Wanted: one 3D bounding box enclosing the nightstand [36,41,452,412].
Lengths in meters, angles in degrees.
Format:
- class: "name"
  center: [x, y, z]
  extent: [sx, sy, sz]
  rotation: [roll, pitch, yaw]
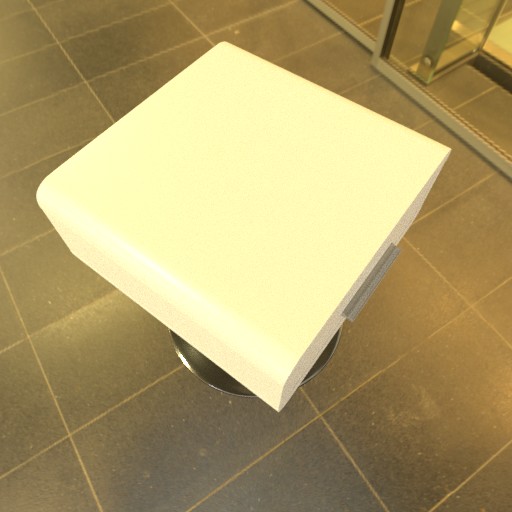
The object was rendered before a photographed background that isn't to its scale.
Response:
- class: "nightstand"
  center: [0.000, 0.000, 0.759]
  extent: [0.404, 0.447, 0.399]
  rotation: [33, 65, 18]
